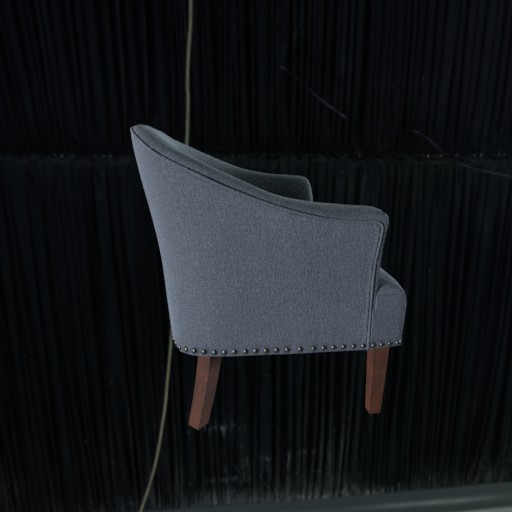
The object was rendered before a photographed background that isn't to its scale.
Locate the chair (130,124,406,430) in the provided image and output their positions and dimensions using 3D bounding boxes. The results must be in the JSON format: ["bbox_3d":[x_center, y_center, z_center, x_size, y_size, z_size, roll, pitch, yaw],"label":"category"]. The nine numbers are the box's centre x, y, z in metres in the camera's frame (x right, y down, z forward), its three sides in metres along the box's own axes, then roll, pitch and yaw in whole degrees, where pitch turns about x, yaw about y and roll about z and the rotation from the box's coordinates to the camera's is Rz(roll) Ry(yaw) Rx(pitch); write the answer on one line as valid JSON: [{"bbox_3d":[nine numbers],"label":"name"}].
[{"bbox_3d":[0.000,0.000,1.434,0.704,0.815,0.798,-3,17,-8],"label":"chair"}]
